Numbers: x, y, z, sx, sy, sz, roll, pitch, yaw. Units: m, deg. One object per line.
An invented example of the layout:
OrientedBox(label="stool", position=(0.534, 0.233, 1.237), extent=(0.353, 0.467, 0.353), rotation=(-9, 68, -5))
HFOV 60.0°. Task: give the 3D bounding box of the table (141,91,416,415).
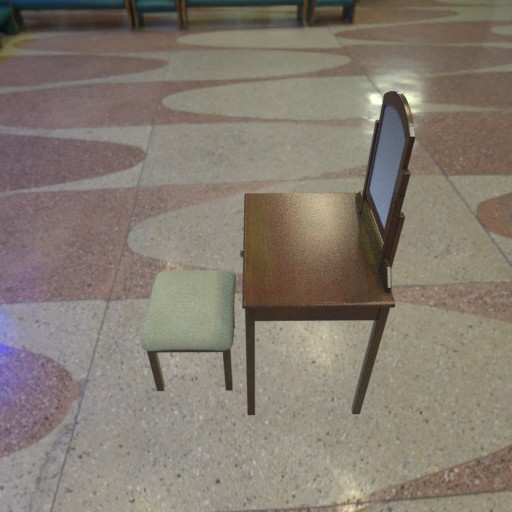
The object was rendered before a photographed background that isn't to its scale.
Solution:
OrientedBox(label="table", position=(0.000, 0.000, 2.253), extent=(1.211, 1.631, 0.876), rotation=(0, 40, 0))
